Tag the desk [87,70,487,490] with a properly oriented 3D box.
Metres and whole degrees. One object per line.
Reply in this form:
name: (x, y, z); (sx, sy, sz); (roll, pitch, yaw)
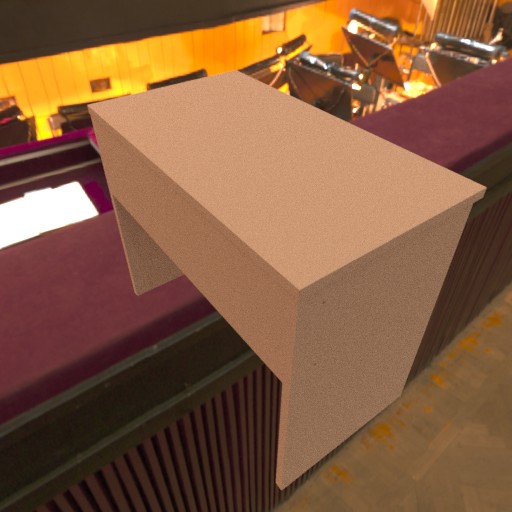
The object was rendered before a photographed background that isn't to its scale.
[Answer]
desk: (0.000, 0.000, 1.296); (0.498, 0.729, 0.900); (-25, 46, -27)
